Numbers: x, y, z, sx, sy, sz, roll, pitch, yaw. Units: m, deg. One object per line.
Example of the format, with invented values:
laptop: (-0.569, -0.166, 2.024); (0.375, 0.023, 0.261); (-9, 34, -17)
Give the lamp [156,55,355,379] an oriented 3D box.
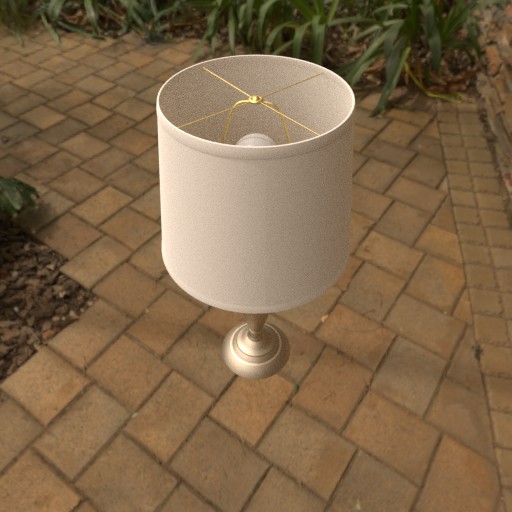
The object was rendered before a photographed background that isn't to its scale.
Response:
lamp: (0.000, 0.000, 0.812); (0.328, 0.619, 0.328); (0, 46, 0)
